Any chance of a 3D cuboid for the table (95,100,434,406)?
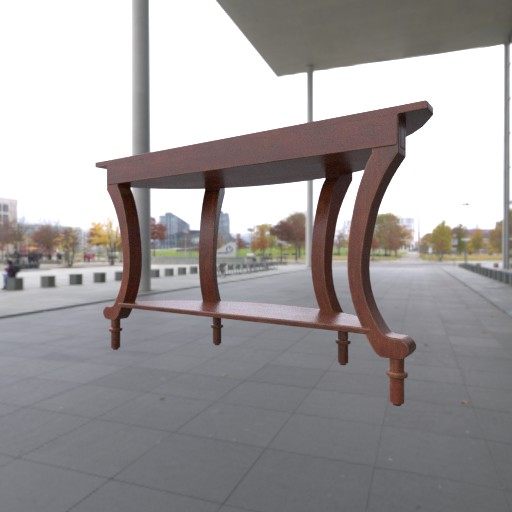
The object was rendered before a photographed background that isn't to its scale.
[{"bbox_3d":[0.000,0.000,1.486,1.198,0.699,0.394,0,1,35],"label":"table"}]
